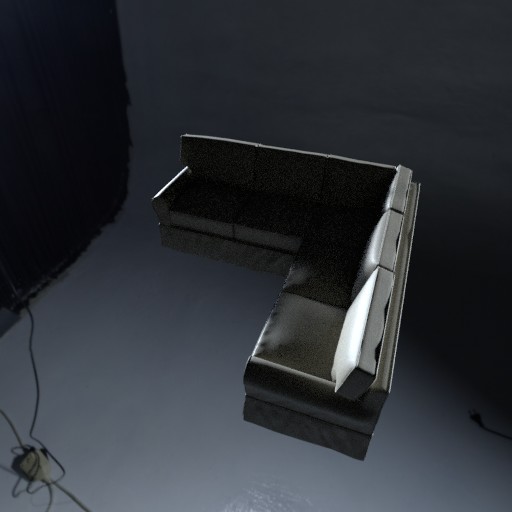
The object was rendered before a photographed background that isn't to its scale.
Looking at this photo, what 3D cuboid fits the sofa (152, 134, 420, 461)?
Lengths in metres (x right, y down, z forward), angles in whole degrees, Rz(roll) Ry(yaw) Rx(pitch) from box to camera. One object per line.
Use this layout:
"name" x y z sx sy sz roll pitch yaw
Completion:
"sofa" 0.000 0.000 4.095 2.618 1.081 2.623 13 43 15
